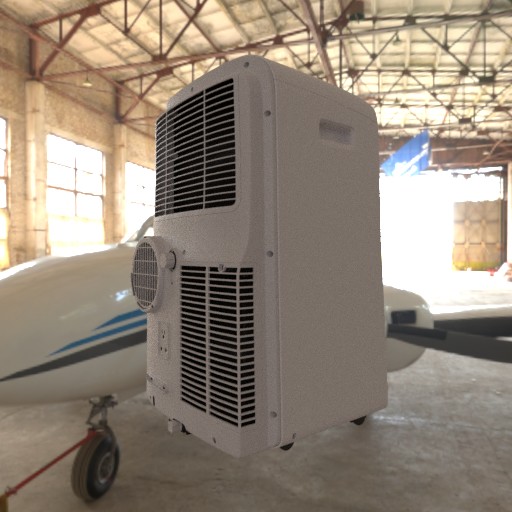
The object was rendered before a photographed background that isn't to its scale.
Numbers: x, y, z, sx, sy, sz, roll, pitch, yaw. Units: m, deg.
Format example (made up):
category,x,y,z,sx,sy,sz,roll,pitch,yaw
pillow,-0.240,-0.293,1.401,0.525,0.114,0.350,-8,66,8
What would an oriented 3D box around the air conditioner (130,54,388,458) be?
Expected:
category,x,y,z,sx,sy,sz,roll,pitch,yaw
air conditioner,0.000,0.000,1.059,0.467,0.765,0.478,0,1,-36
